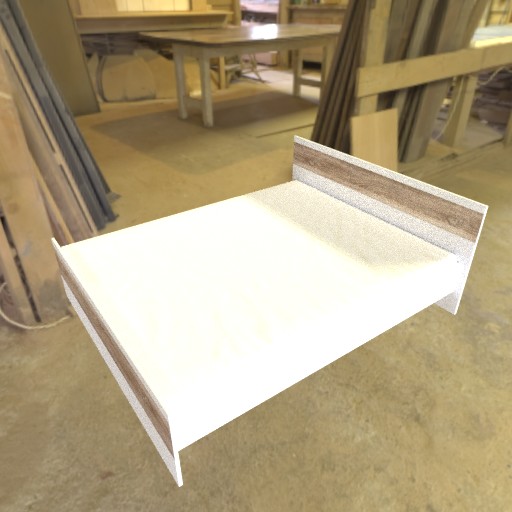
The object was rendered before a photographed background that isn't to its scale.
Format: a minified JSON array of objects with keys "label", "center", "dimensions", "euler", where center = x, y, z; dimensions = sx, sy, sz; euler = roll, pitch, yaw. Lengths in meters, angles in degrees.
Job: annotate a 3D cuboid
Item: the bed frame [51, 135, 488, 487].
[{"label":"bed frame","center":[0.000,0.000,2.846],"dimensions":[2.060,0.800,1.720],"euler":[-20,37,-30]}]
